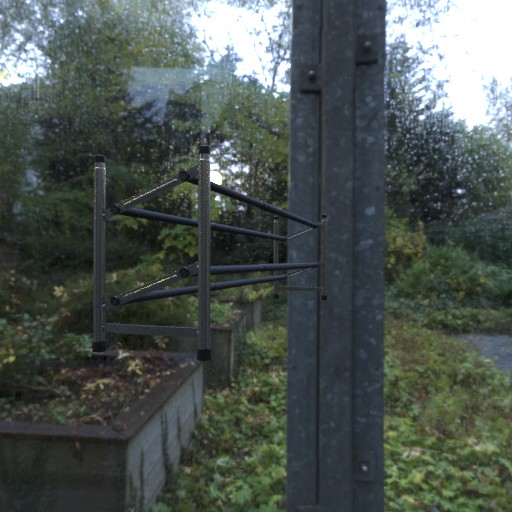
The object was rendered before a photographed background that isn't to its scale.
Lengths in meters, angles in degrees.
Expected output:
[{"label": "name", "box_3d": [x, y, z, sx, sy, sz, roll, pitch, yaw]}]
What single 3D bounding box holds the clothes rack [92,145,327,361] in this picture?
[{"label": "clothes rack", "box_3d": [0.000, 0.000, 1.299, 0.229, 0.349, 1.168, 0, -1, 18]}]
